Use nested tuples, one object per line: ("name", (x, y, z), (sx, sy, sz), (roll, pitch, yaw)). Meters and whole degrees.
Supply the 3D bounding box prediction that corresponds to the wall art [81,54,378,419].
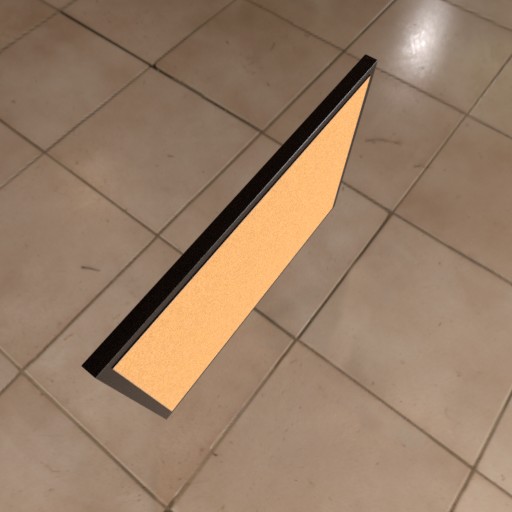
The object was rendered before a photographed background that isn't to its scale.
("wall art", (0.000, 0.000, 0.841), (0.027, 0.458, 0.657), (34, 69, 15))
